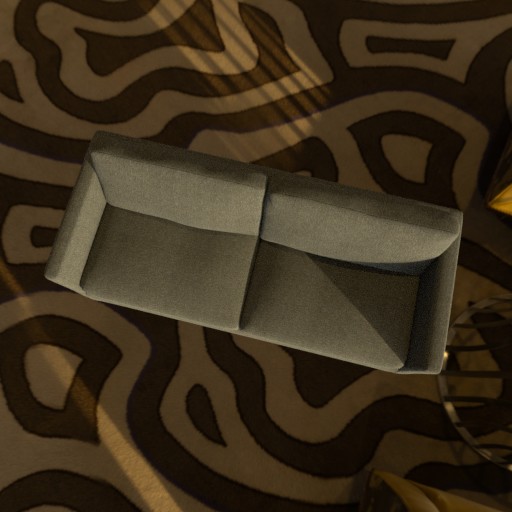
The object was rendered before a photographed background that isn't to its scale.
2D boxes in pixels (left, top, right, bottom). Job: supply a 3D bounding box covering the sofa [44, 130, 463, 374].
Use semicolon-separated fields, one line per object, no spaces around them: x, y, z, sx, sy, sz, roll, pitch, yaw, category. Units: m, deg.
0.000;0.000;2.713;2.208;0.965;0.948;13;76;3;sofa
